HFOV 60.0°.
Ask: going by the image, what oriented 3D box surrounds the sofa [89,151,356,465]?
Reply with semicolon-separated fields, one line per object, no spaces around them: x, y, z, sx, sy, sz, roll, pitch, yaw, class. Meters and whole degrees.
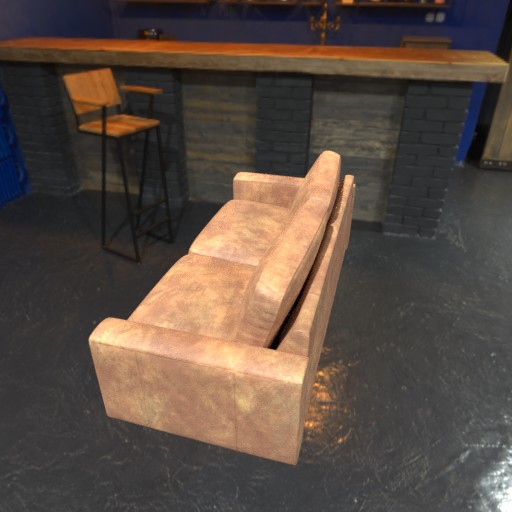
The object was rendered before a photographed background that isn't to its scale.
0.000;0.000;2.809;1.016;0.873;2.179;9;32;14;sofa
